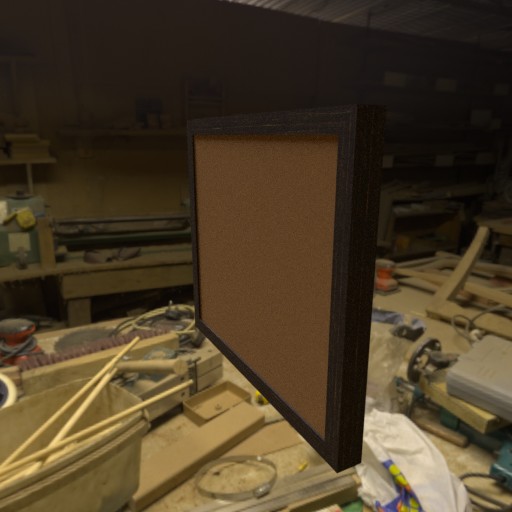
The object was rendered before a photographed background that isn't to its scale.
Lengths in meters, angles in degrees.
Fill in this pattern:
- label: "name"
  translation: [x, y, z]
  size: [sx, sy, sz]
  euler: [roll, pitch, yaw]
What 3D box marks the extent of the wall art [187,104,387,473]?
- label: "wall art"
  translation: [0.000, 0.000, 0.544]
  size: [0.031, 0.330, 0.381]
  euler: [-8, 17, -27]
